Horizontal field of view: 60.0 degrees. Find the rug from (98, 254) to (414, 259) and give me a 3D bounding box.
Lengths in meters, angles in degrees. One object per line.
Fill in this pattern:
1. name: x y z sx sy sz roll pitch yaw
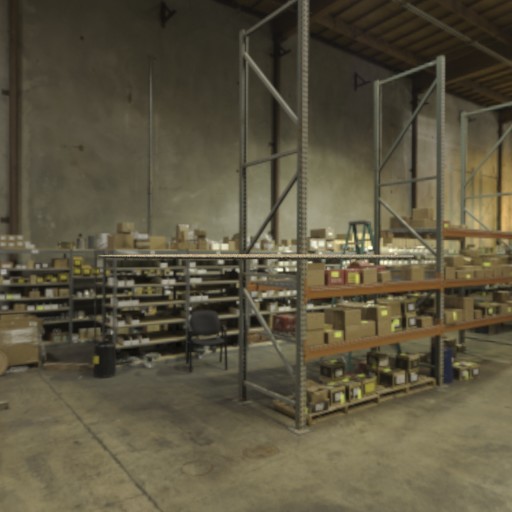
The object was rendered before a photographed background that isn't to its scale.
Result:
1. rug: 0.000 0.000 2.383 1.598 0.010 1.598 0 1 0
